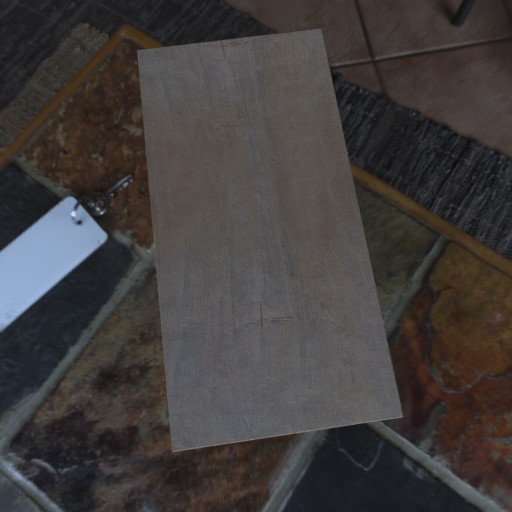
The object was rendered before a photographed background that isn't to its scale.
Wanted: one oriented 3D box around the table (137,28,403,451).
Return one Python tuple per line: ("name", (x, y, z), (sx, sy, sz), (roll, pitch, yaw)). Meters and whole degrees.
("table", (0.000, 0.000, 1.632), (0.556, 0.914, 1.119), (-8, 76, -2))
